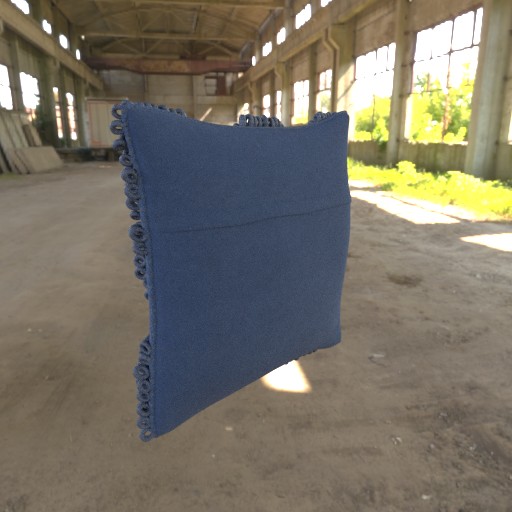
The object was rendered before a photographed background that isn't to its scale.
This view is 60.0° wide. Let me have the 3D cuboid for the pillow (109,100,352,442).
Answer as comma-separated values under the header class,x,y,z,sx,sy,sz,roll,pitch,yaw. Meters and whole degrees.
class,x,y,z,sx,sy,sz,roll,pitch,yaw
pillow,0.000,0.000,0.726,0.469,0.466,0.172,-15,21,-42
